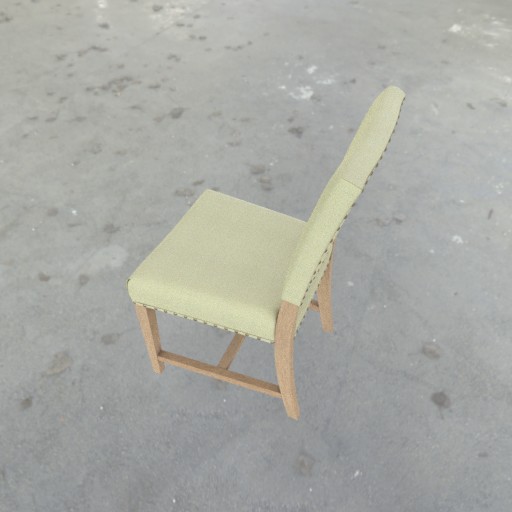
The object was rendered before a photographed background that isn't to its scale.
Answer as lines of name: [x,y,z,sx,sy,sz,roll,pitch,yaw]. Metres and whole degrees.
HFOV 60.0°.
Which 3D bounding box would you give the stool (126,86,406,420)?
stool: [0.000,0.000,1.356,0.623,0.986,0.508,17,47,17]
